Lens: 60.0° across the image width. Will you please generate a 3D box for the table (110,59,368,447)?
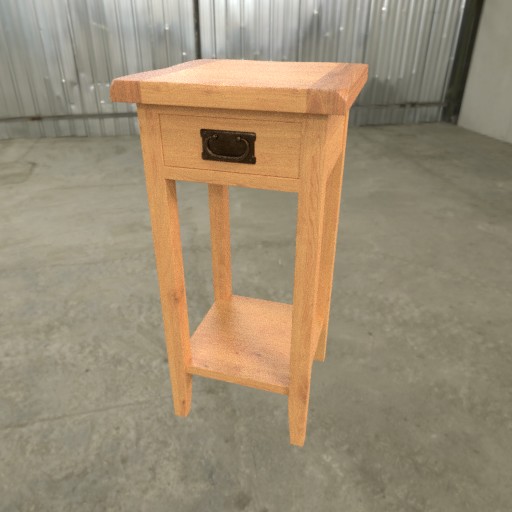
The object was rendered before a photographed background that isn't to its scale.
[{"bbox_3d":[0.000,0.000,0.953,0.360,0.740,0.360,8,30,15],"label":"table"}]
